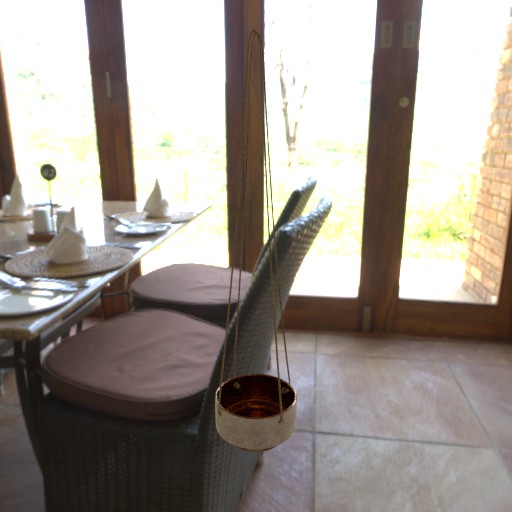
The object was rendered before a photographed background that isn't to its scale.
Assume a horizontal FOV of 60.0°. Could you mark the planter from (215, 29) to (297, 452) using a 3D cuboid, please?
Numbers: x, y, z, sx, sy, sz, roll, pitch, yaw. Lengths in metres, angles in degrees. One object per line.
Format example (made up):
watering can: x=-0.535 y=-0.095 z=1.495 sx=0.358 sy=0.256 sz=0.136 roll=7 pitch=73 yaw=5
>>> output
planter: x=0.000 y=0.000 z=1.113 sx=0.223 sy=1.030 sz=0.223 roll=3 pitch=15 yaw=11
